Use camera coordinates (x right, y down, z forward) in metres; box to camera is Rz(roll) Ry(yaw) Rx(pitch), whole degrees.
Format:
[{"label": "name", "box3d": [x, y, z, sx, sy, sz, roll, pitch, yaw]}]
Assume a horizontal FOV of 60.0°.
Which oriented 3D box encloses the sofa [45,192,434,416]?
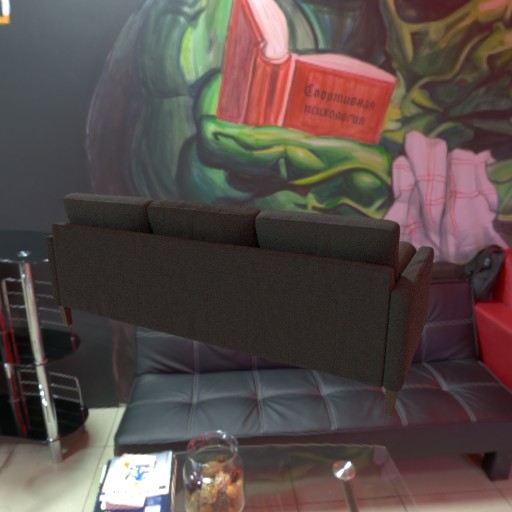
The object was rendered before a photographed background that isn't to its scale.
[{"label": "sofa", "box3d": [0.000, 0.000, 2.931, 2.178, 0.876, 1.506, 8, 18, 26]}]
